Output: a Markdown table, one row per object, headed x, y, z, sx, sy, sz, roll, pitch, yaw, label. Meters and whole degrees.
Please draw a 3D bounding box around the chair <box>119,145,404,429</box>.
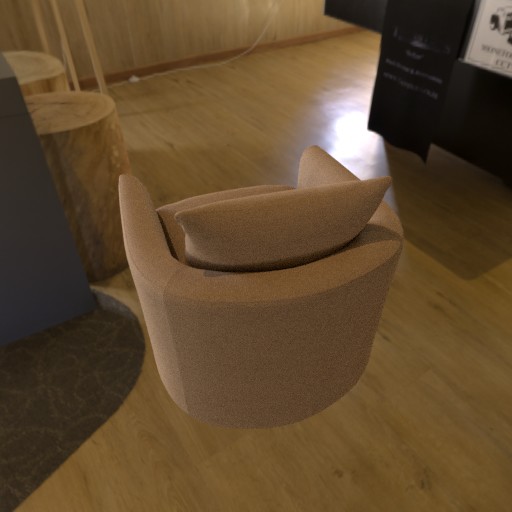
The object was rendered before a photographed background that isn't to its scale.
| x | y | z | sx | sy | sz | roll | pitch | yaw | label |
| --- | --- | --- | --- | --- | --- | --- | --- | --- | --- |
| 0.000 | 0.000 | 1.561 | 0.845 | 0.848 | 0.910 | -12 | 43 | -13 | chair |
